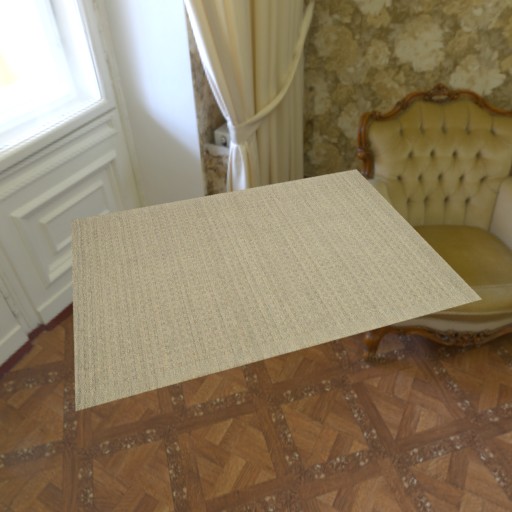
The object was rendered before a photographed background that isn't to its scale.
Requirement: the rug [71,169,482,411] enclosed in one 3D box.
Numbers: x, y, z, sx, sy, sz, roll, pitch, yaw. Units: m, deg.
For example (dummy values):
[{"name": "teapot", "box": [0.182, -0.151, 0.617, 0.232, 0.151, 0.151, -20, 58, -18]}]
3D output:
[{"name": "rug", "box": [0.000, 0.000, 3.670, 2.895, 0.006, 1.981, -12, 43, -14]}]
